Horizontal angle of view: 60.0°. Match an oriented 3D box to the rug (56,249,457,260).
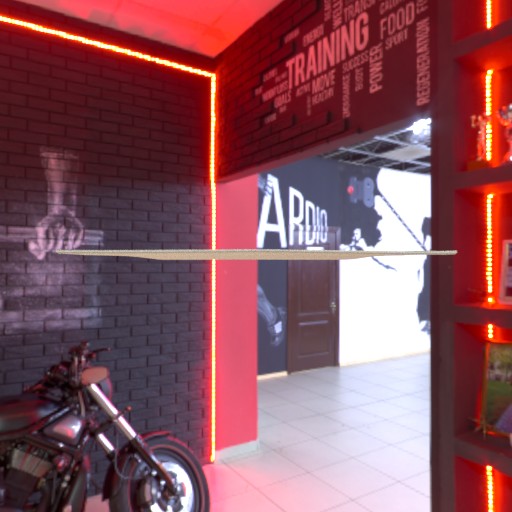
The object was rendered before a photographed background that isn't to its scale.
[{"bbox_3d":[0.000,0.000,4.267,2.434,0.045,3.202,0,-1,0],"label":"rug"}]
